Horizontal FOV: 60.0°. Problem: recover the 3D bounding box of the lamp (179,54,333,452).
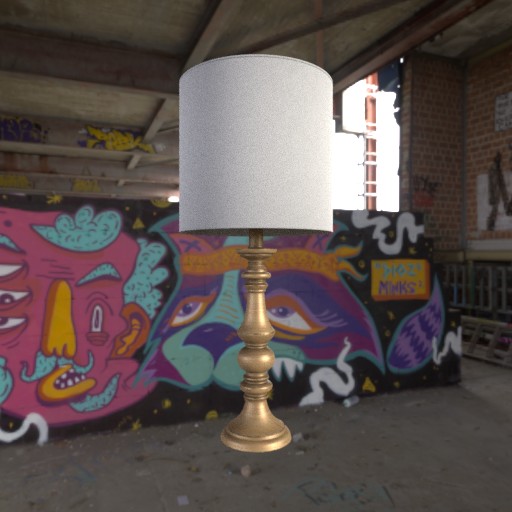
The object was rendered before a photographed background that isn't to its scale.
[{"bbox_3d":[0.000,0.000,0.731,0.250,0.597,0.250,0,0,-2],"label":"lamp"}]
